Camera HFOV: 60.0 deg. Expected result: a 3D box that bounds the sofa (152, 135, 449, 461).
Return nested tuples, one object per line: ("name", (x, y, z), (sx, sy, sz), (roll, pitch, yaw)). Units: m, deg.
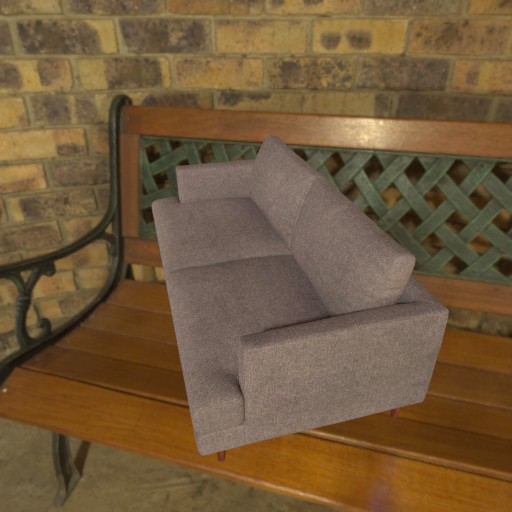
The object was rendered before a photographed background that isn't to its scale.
("sofa", (0.000, 0.000, 2.486), (1.020, 0.868, 1.948), (-8, 32, -13))
